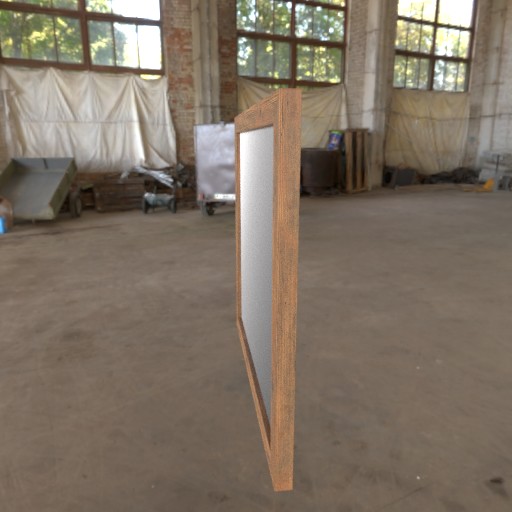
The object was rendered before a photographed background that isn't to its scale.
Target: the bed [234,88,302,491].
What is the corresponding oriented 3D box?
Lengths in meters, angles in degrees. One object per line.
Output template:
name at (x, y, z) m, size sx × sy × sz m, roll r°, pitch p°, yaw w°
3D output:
bed at (0.000, 0.000, 1.487) m, size 0.046 × 0.942 × 1.046 m, roll -2°, pitch 14°, yaw -7°
